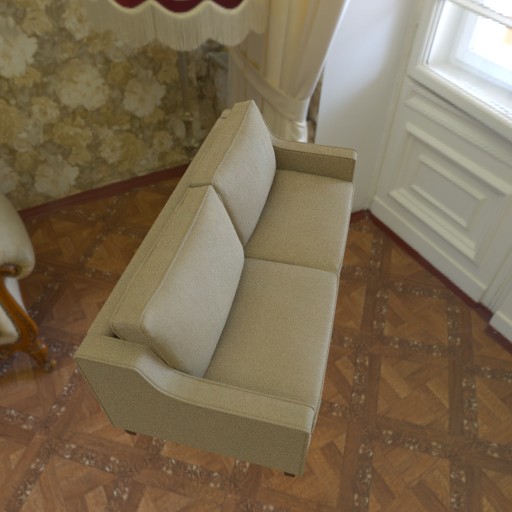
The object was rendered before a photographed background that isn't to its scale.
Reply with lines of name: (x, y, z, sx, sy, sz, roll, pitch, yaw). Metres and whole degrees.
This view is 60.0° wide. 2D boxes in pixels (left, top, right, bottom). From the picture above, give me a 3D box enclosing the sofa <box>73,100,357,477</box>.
sofa: (0.000, 0.000, 2.764, 1.066, 1.071, 2.178, 10, 47, 10)
